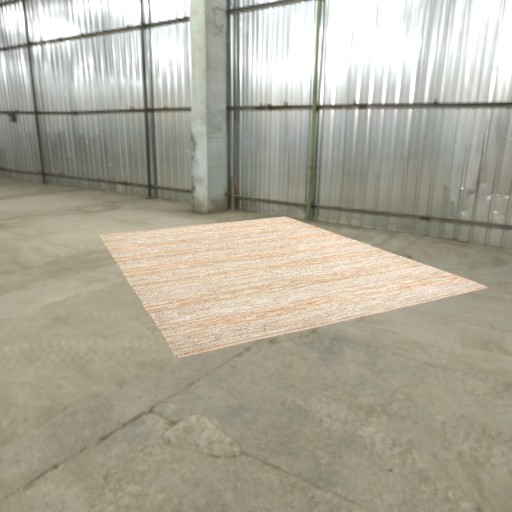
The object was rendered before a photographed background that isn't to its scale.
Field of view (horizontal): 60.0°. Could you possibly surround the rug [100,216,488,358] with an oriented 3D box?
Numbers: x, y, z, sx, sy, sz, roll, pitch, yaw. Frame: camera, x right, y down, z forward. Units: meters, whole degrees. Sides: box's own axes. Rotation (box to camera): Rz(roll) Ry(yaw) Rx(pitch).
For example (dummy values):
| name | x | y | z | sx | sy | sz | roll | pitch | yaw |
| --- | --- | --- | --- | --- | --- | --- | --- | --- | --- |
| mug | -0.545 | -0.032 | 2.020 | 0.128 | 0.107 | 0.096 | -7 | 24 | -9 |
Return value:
| name | x | y | z | sx | sy | sz | roll | pitch | yaw |
| --- | --- | --- | --- | --- | --- | --- | --- | --- | --- |
| rug | 0.000 | 0.000 | 3.943 | 2.313 | 0.009 | 2.939 | -8 | 18 | -25 |
